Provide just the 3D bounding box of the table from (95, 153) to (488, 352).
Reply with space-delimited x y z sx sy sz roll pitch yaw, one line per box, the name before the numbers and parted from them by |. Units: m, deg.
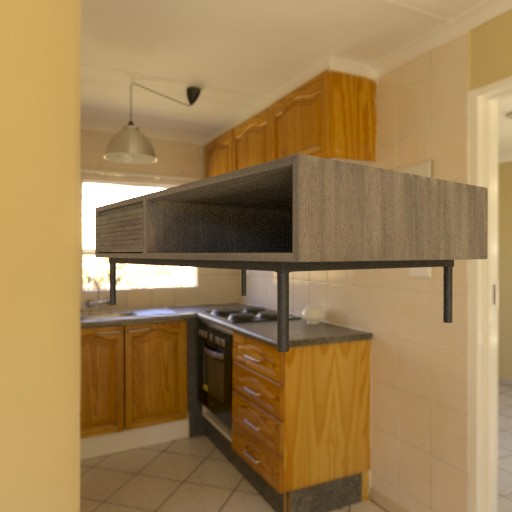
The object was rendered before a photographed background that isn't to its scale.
table | 0.000 0.000 1.357 0.643 0.347 1.088 0 0 -37
